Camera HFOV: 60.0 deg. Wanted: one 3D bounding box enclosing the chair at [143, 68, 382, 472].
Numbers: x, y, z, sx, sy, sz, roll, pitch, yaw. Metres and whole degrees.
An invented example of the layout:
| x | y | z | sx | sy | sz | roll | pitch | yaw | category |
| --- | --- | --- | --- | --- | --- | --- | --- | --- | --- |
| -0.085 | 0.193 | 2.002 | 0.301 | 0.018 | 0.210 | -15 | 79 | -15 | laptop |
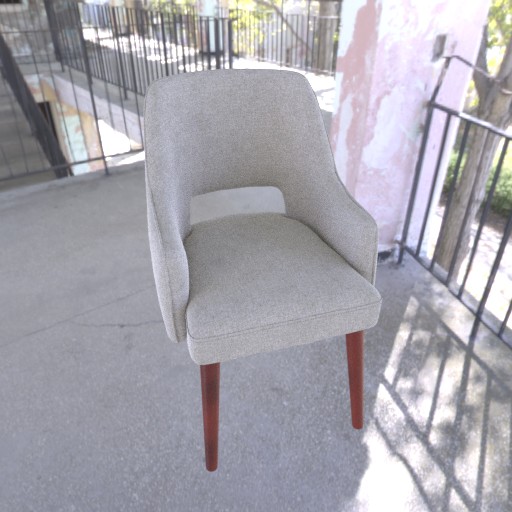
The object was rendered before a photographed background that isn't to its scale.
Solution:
| x | y | z | sx | sy | sz | roll | pitch | yaw | category |
| --- | --- | --- | --- | --- | --- | --- | --- | --- | --- |
| 0.000 | 0.000 | 1.192 | 0.548 | 0.849 | 0.605 | -9 | 33 | -15 | chair |
